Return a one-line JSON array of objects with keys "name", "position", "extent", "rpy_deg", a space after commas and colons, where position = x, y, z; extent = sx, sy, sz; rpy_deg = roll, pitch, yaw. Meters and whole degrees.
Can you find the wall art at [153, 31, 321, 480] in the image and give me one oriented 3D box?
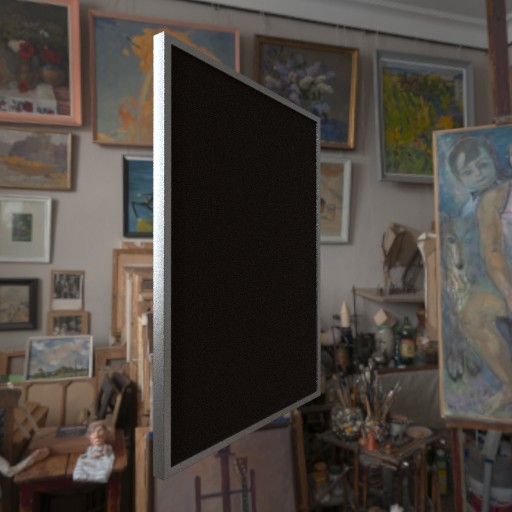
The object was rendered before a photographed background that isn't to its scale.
[{"name": "wall art", "position": [0.000, 0.000, 1.382], "extent": [0.037, 1.062, 0.801], "rpy_deg": [0, 0, 35]}]
